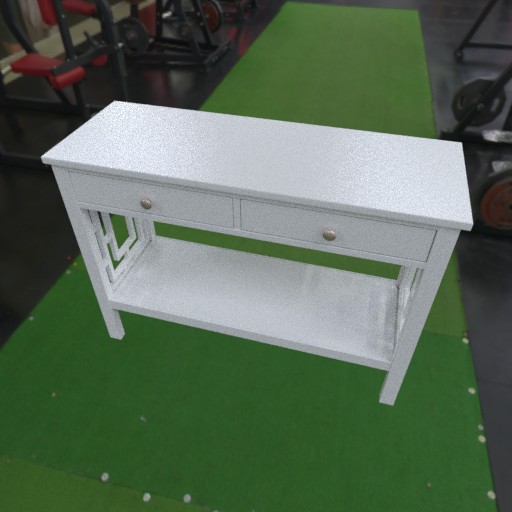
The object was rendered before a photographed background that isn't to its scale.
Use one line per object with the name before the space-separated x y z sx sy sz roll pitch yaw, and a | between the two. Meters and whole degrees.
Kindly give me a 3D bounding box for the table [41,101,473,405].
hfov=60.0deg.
table | 0.000 0.000 1.436 1.068 0.753 0.397 11 42 12
